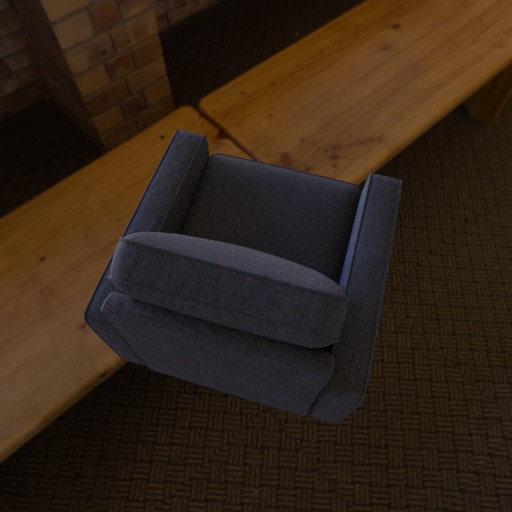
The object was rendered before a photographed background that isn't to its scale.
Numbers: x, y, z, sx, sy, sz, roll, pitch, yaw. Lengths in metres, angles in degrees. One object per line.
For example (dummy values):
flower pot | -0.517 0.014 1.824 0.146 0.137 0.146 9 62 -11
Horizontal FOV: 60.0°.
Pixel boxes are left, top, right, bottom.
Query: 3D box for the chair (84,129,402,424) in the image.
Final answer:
chair | 0.000 0.000 1.768 1.017 0.919 0.940 15 63 8
